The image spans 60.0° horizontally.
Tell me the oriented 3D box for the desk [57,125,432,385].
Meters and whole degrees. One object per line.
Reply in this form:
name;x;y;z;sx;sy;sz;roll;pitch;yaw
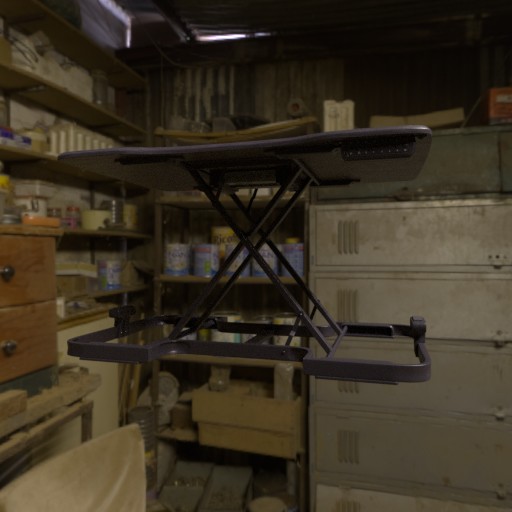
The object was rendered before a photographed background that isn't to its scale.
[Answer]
desk;0.000;0.000;1.146;0.820;0.470;0.546;0;0;16
